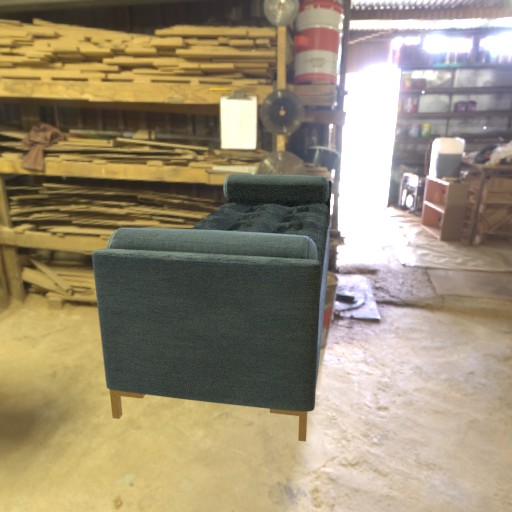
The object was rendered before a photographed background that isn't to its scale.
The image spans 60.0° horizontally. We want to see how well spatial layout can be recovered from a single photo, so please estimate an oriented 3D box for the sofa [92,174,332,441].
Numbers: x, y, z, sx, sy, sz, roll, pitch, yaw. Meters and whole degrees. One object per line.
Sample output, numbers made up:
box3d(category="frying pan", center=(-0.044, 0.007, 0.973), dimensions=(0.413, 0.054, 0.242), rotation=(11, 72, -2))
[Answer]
box3d(category="sofa", center=(0.000, 0.000, 2.486), dimensions=(0.796, 0.705, 2.102), rotation=(3, 17, 10))
